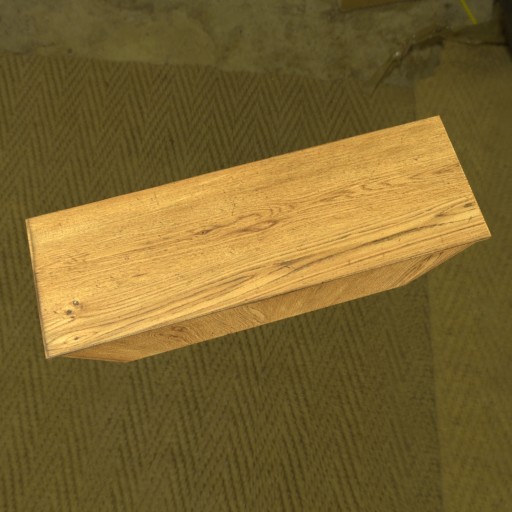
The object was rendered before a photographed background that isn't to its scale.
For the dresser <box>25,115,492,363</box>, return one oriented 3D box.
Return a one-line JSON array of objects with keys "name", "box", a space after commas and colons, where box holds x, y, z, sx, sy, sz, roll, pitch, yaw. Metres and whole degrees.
[{"name": "dresser", "box": [0.000, 0.000, 2.098, 1.657, 0.932, 0.563, -15, 75, -4]}]
